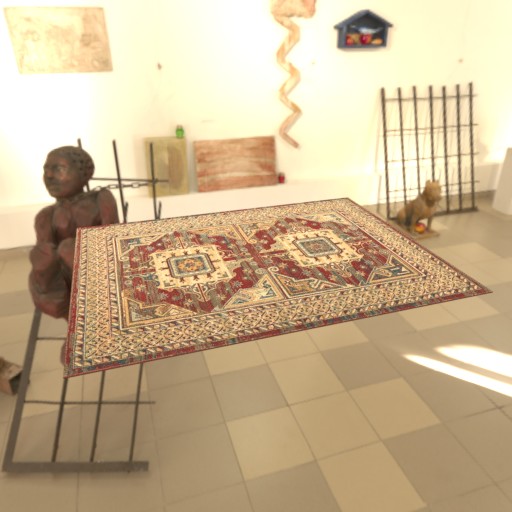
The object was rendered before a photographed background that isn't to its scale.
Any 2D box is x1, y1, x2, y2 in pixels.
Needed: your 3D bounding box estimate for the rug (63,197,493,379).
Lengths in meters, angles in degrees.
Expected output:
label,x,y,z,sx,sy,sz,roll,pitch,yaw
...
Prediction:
label,x,y,z,sx,sy,sz,roll,pitch,yaw
rug,0.000,0.000,4.101,3.197,0.013,2.381,-8,28,-16
